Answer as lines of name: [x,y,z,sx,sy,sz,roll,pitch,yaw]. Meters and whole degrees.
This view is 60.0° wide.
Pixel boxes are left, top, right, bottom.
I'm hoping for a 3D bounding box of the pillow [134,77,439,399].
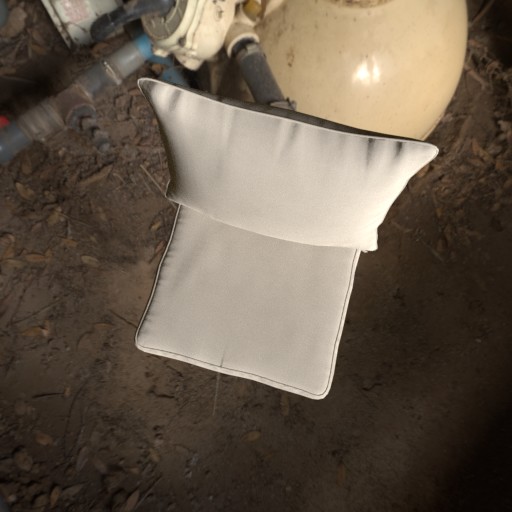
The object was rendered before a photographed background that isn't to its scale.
pillow: [0.000,0.000,1.353,0.798,0.716,0.733,15,76,4]
